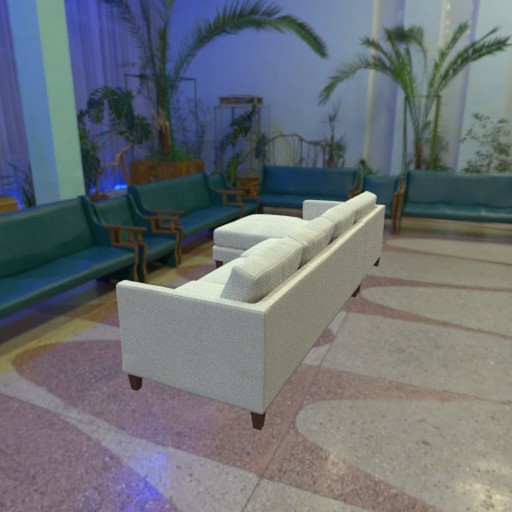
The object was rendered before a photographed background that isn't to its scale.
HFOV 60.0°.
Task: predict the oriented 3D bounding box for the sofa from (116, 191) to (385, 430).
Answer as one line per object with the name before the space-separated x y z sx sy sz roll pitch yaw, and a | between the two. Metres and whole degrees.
sofa | 0.000 0.000 3.864 1.625 0.861 3.186 8 18 25
